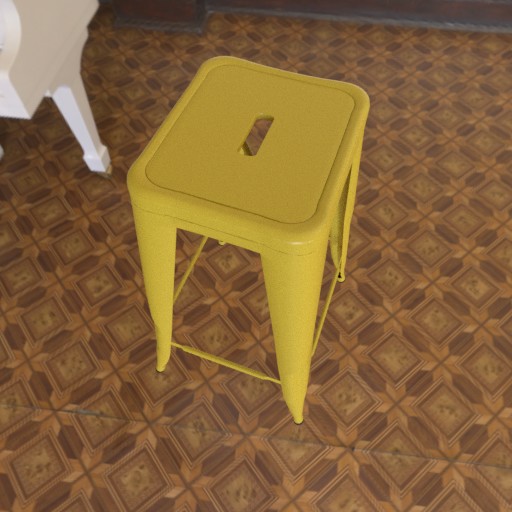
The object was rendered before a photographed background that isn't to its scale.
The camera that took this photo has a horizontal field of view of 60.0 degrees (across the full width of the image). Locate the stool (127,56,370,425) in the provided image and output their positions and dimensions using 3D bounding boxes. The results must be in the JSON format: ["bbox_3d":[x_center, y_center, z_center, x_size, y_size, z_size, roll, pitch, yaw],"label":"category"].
[{"bbox_3d":[0.000,0.000,0.835,0.359,0.609,0.399,17,60,10],"label":"stool"}]
